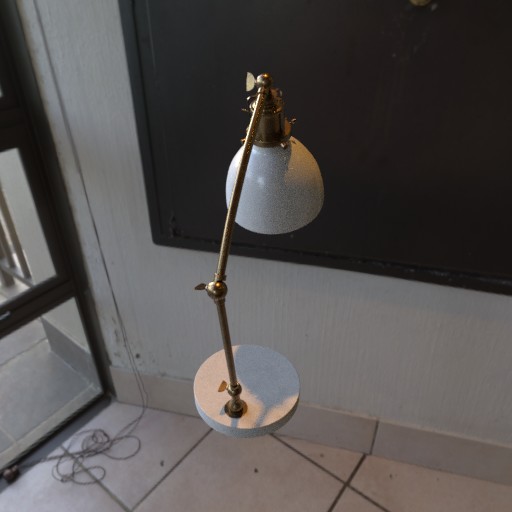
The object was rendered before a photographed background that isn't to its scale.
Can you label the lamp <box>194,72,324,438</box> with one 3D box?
[{"bbox_3d":[0.000,0.000,0.684,0.186,0.522,0.317,11,35,16],"label":"lamp"}]
